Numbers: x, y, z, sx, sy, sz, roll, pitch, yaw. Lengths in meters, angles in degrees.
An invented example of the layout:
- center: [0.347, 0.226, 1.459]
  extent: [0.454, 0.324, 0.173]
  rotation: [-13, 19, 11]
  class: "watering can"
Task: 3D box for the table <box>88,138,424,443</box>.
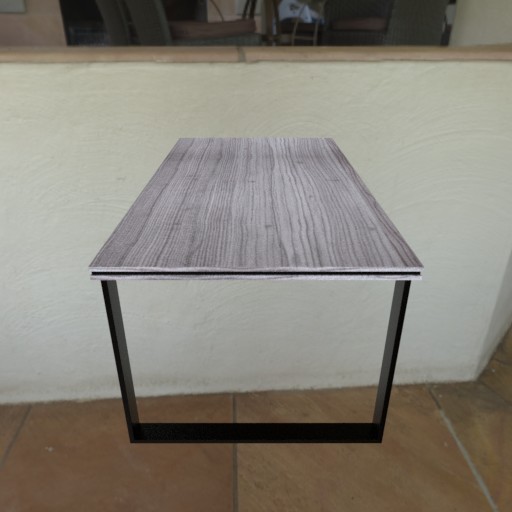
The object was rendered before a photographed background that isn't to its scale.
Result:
- center: [0.000, 0.000, 2.031]
  extent: [0.881, 0.736, 1.579]
  rotation: [0, 27, 0]
  class: "table"
